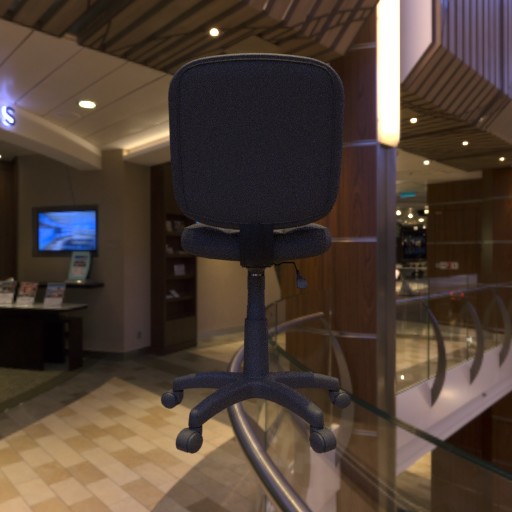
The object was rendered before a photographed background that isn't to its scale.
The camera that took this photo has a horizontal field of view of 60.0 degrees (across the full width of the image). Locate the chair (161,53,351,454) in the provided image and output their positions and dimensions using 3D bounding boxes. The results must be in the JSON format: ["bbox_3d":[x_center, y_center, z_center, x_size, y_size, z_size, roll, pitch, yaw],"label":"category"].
[{"bbox_3d":[0.000,0.000,1.343,0.610,0.972,0.610,0,0,0],"label":"chair"}]
